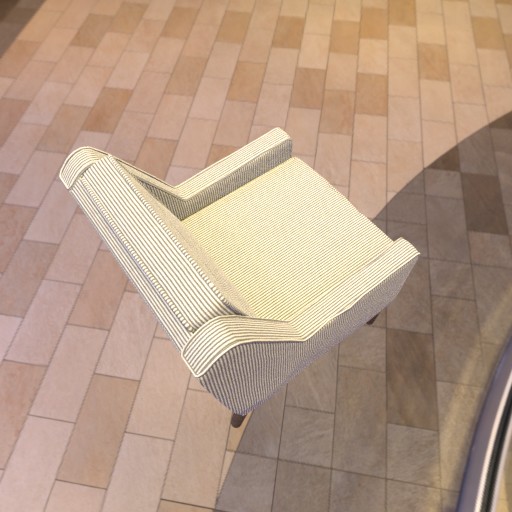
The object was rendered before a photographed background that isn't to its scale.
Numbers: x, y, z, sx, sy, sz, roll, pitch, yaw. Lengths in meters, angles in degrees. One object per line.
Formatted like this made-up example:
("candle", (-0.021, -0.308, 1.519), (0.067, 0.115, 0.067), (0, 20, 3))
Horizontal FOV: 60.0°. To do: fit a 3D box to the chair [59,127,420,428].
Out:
("chair", (0.000, 0.000, 1.347), (0.743, 0.792, 0.663), (-32, 63, -19))
